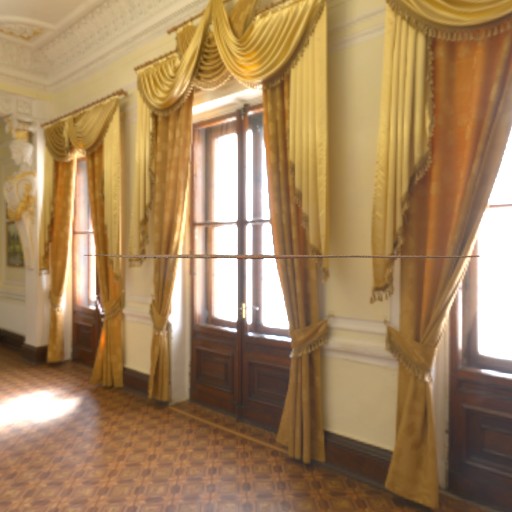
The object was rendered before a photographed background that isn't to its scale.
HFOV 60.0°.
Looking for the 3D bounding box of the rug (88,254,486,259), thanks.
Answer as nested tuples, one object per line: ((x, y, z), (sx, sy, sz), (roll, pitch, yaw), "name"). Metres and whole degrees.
((0.000, 0.000, 4.034), (2.263, 0.022, 3.029), (0, 0, -35), "rug")
